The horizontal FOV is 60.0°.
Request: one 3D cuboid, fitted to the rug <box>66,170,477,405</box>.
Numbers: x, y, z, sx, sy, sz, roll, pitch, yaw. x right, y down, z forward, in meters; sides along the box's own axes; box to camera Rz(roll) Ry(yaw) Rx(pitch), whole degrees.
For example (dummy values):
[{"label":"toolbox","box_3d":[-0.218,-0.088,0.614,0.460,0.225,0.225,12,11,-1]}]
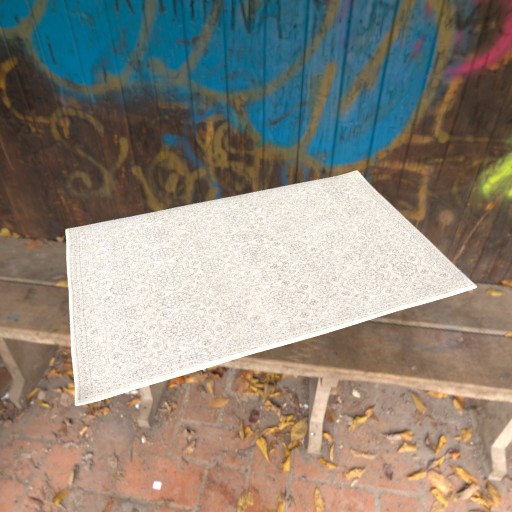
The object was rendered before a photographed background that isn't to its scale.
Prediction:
[{"label":"rug","box_3d":[0.000,0.000,2.413,1.947,0.023,1.214,-13,43,-15]}]
